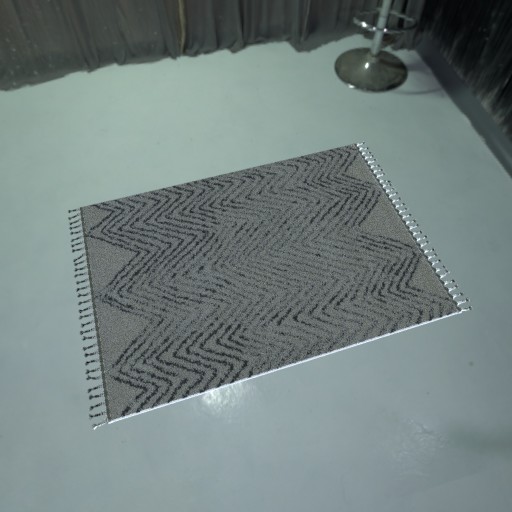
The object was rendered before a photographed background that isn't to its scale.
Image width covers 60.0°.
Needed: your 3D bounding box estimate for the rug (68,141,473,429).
[{"bbox_3d":[0.000,0.000,2.313,1.847,0.014,1.230,-15,58,-10],"label":"rug"}]
